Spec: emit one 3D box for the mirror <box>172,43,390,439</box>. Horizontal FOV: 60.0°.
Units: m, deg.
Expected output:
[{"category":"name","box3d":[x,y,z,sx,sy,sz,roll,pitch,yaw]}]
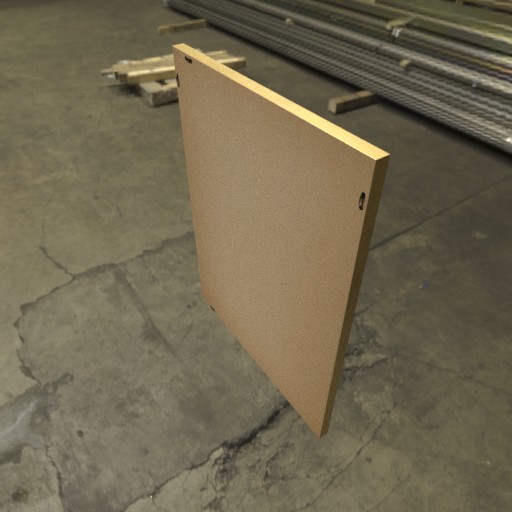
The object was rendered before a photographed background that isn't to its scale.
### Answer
[{"category":"mirror","box3d":[0.000,0.000,1.336,0.040,1.016,0.762,-25,48,-25]}]
